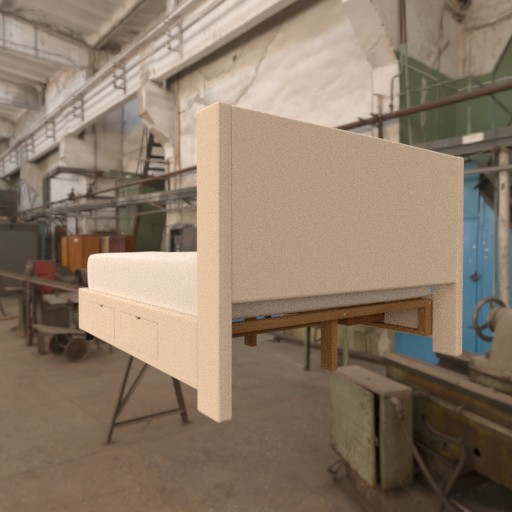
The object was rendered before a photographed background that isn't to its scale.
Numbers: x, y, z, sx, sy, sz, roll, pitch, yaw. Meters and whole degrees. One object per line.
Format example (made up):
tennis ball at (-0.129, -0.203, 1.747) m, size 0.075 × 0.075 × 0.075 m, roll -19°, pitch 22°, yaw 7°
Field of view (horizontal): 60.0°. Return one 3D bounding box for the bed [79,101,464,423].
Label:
bed at (0.000, 0.000, 3.555) m, size 2.145 × 1.471 × 2.293 m, roll -1°, pitch 2°, yaw -37°
